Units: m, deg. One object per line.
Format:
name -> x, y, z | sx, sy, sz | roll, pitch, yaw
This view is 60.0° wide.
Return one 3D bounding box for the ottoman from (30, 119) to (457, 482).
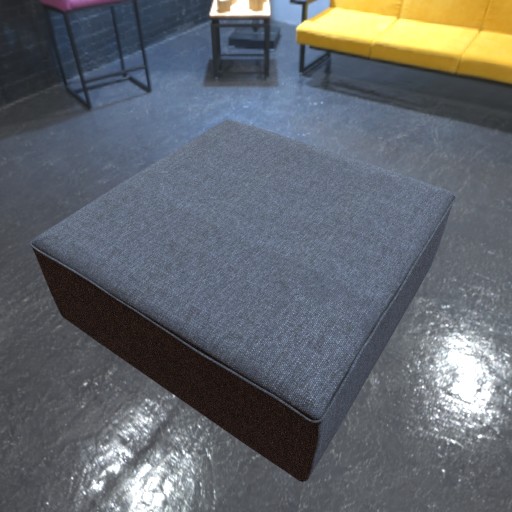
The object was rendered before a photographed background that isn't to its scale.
ottoman -> 0.000, 0.000, 1.543 | 1.023, 0.423, 1.017 | 26, 49, 25
